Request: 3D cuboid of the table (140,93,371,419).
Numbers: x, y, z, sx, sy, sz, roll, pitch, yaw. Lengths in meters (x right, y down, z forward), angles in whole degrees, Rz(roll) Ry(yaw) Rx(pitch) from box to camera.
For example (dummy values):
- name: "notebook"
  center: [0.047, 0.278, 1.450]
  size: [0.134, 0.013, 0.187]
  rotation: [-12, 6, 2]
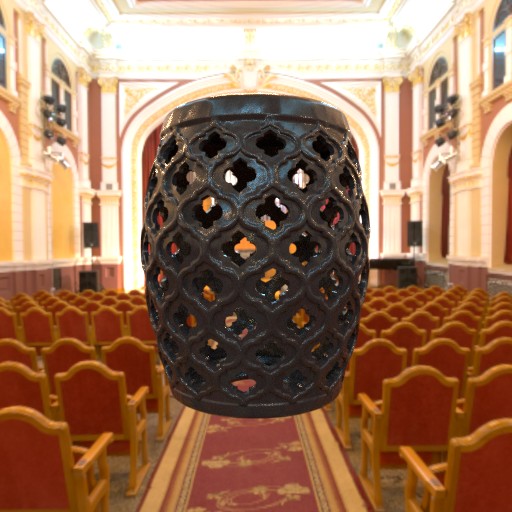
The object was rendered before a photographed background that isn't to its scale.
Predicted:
- name: "table"
  center: [0.000, 0.000, 0.646]
  size: [0.325, 0.388, 0.325]
  rotation: [0, 1, 0]
